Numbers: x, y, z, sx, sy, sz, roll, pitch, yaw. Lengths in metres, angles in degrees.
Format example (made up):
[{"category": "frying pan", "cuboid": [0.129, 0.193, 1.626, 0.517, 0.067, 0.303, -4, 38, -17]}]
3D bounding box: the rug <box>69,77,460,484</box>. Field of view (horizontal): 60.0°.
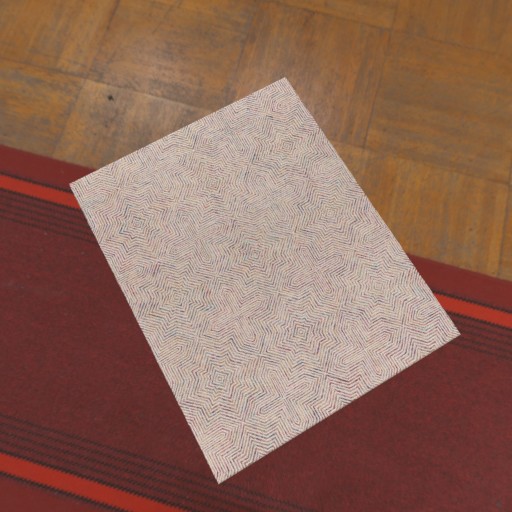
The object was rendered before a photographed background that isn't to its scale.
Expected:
[{"category": "rug", "cuboid": [0.000, 0.000, 4.113, 2.442, 0.008, 3.046, -29, 77, -7]}]
